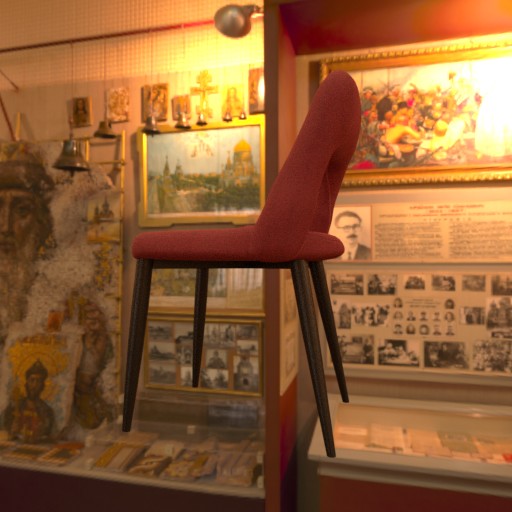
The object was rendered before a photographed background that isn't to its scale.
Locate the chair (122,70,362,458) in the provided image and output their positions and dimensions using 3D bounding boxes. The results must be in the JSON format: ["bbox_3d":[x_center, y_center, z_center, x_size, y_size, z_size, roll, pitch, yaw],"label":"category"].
[{"bbox_3d":[0.000,0.000,1.231,0.569,0.892,0.483,0,-1,16],"label":"chair"}]
